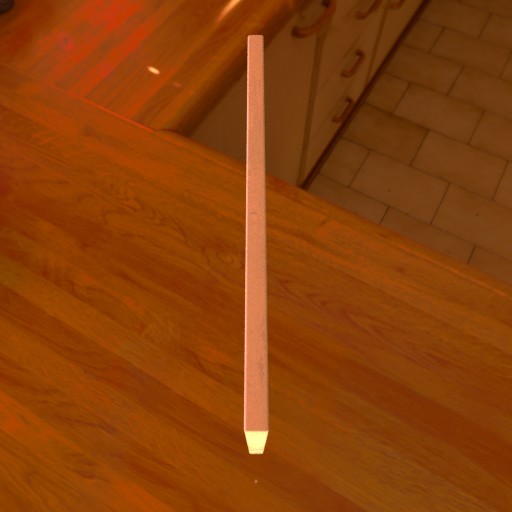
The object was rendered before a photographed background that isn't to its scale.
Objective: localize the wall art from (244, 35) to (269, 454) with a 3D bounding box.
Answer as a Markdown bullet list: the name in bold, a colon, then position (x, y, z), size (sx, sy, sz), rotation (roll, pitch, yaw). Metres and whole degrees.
- **wall art**: position (0.000, 0.000, 1.156), size (0.038, 0.609, 0.913), rotation (0, 63, 0)
